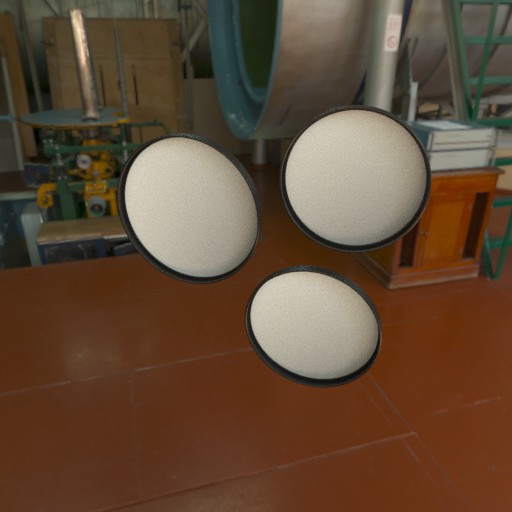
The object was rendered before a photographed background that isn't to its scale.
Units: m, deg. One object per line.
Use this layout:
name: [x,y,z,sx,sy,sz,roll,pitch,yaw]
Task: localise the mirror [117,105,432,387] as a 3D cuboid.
mirror: [0.000,0.000,3.171,2.160,2.096,0.076,8,27,16]
